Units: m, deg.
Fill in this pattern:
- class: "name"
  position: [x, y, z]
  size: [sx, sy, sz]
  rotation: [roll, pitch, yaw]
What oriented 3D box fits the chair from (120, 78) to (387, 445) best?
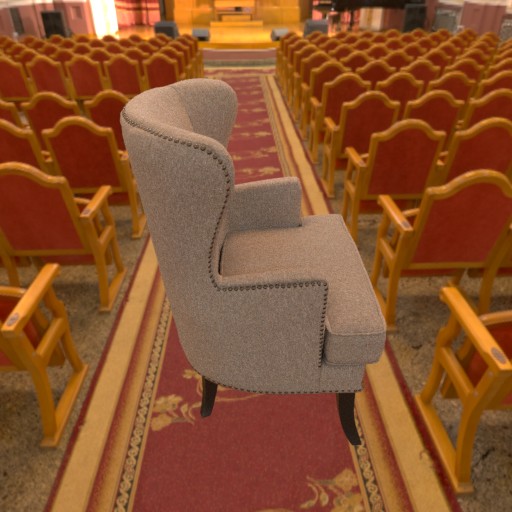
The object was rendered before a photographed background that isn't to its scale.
- class: "chair"
  position: [0.000, 0.000, 1.545]
  size: [0.758, 1.060, 0.759]
  rotation: [-1, 32, -1]
